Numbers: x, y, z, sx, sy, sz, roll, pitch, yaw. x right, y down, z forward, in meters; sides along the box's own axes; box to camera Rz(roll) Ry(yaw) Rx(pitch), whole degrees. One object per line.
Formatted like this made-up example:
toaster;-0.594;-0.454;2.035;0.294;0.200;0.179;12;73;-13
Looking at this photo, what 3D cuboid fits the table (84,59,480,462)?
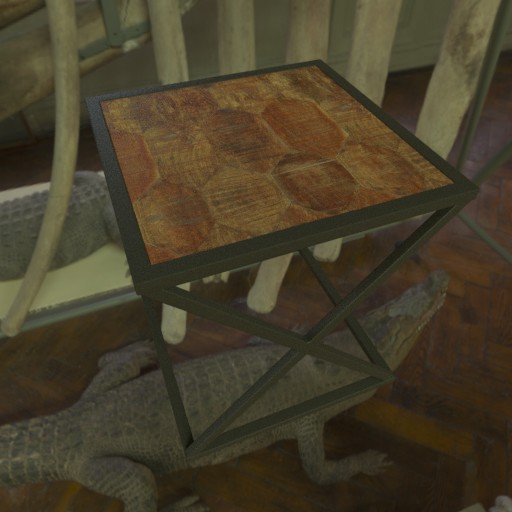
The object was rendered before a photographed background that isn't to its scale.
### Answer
table;0.000;0.000;0.939;0.500;0.565;0.500;-16;48;-15
